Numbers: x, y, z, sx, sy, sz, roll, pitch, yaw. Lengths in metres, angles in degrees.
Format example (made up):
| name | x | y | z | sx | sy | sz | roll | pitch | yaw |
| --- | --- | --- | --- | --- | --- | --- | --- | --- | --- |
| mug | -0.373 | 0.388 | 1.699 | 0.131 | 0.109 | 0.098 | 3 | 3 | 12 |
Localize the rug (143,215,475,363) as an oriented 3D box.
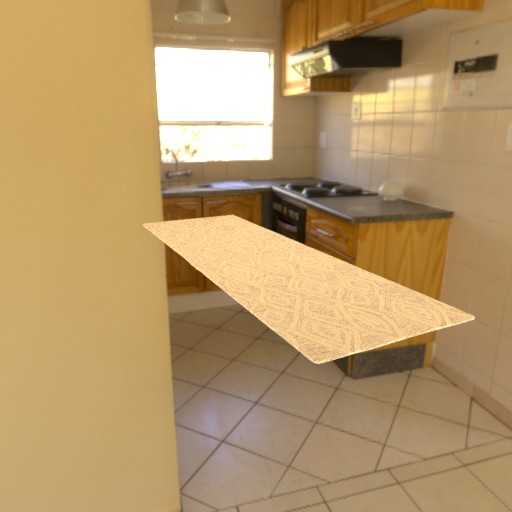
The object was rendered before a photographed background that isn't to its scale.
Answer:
| name | x | y | z | sx | sy | sz | roll | pitch | yaw |
| --- | --- | --- | --- | --- | --- | --- | --- | --- | --- |
| rug | 0.000 | 0.000 | 2.687 | 0.807 | 0.013 | 2.436 | -8 | 18 | -26 |
